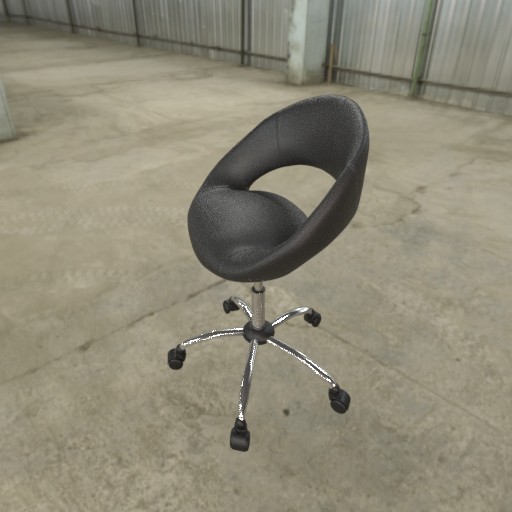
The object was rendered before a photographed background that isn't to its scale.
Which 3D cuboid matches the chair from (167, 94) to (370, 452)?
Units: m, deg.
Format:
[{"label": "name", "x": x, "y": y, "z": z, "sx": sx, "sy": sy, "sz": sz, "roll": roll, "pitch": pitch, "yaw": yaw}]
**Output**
[{"label": "chair", "x": 0.000, "y": 0.000, "z": 1.186, "sx": 0.538, "sy": 0.791, "sz": 0.612, "roll": -8, "pitch": 32, "yaw": -12}]
